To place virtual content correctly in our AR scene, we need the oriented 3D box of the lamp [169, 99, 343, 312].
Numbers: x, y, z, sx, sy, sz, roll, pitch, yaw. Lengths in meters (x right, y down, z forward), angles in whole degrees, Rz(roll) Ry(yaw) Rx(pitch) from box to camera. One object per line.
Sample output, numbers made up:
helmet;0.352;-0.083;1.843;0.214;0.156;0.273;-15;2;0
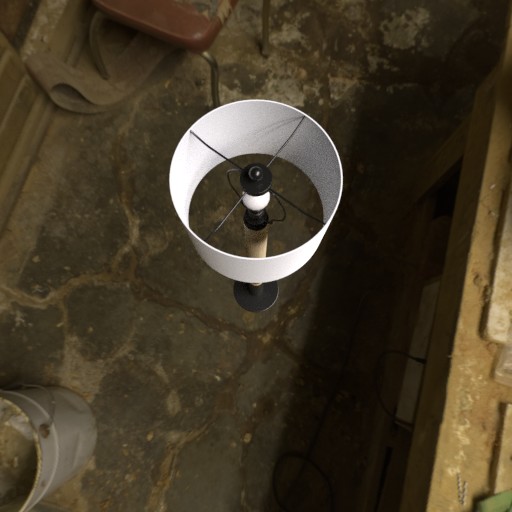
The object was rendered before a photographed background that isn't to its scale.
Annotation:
lamp;0.000;0.000;1.667;0.381;1.478;0.381;17;76;4
